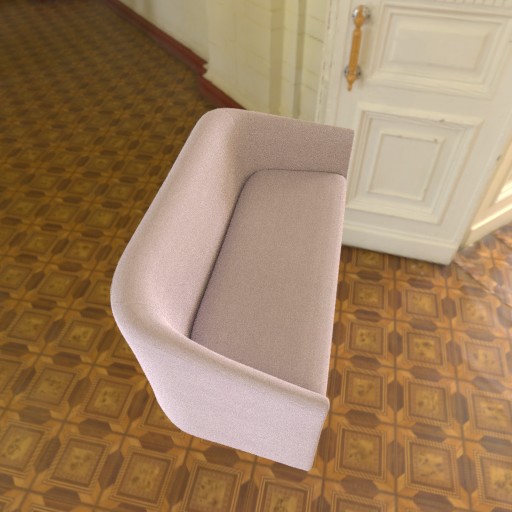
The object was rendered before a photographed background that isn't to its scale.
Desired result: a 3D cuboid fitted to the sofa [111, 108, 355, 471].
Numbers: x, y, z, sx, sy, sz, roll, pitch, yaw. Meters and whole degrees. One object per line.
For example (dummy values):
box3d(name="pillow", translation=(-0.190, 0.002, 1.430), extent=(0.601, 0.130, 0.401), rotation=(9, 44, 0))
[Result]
box3d(name="sofa", translation=(0.000, 0.000, 1.868), extent=(0.705, 0.721, 1.452), rotation=(8, 47, 8))
